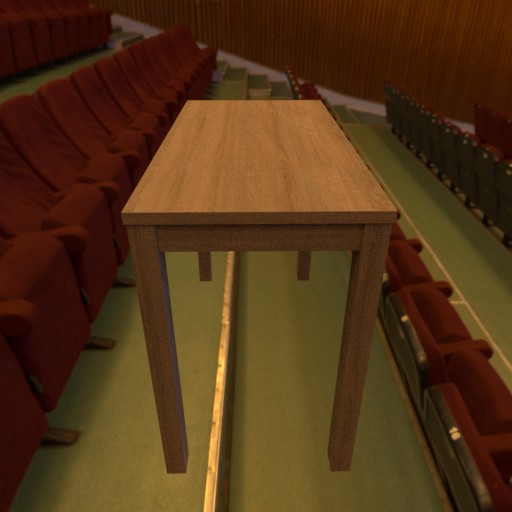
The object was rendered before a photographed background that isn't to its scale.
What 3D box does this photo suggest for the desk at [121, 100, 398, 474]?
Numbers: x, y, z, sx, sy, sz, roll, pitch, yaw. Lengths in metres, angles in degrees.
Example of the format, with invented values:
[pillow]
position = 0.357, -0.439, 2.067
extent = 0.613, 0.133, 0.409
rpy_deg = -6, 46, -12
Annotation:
[desk]
position = 0.000, 0.000, 1.412
extent = 0.495, 0.762, 0.991
rpy_deg = 0, 30, -1
